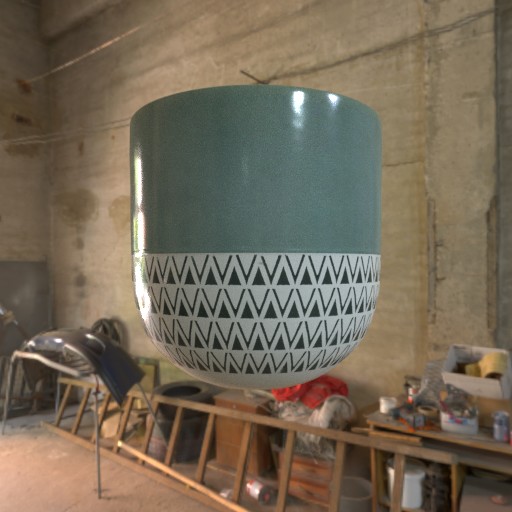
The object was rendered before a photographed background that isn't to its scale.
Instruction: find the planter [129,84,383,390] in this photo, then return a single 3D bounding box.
[{"bbox_3d":[0.000,0.000,0.483,0.266,0.270,0.266,0,-1,0],"label":"planter"}]
